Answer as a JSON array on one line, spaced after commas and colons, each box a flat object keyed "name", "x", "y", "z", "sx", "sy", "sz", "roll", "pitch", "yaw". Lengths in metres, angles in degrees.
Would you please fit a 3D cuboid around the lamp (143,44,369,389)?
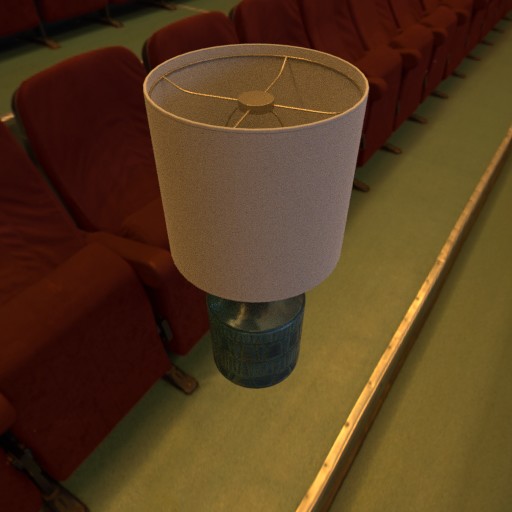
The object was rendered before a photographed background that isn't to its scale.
[{"name": "lamp", "x": 0.000, "y": 0.000, "z": 0.574, "sx": 0.211, "sy": 0.455, "sz": 0.211, "roll": 24, "pitch": 47, "yaw": 24}]
